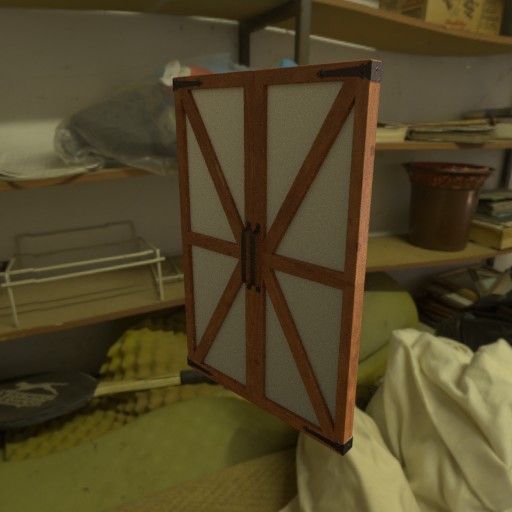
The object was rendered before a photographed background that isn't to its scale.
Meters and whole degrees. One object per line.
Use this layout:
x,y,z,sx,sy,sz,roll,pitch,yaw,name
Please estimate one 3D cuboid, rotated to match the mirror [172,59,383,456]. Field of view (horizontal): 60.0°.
0.000,0.000,0.981,0.517,0.761,0.053,16,24,41,mirror
